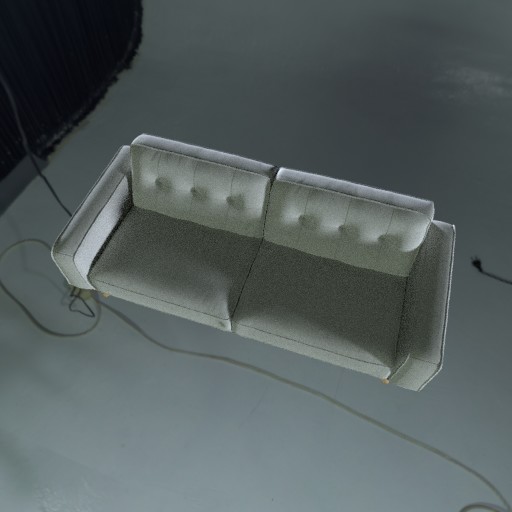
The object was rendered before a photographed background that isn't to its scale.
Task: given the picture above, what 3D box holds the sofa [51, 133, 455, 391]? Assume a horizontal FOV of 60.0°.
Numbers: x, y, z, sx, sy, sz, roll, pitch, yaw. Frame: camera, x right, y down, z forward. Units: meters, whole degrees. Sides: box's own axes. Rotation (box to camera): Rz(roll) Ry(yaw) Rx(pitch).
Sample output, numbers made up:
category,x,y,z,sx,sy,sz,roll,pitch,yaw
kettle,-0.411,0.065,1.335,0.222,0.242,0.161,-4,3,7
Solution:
category,x,y,z,sx,sy,sz,roll,pitch,yaw
sofa,0.000,0.000,2.768,2.270,0.781,0.956,15,58,10
